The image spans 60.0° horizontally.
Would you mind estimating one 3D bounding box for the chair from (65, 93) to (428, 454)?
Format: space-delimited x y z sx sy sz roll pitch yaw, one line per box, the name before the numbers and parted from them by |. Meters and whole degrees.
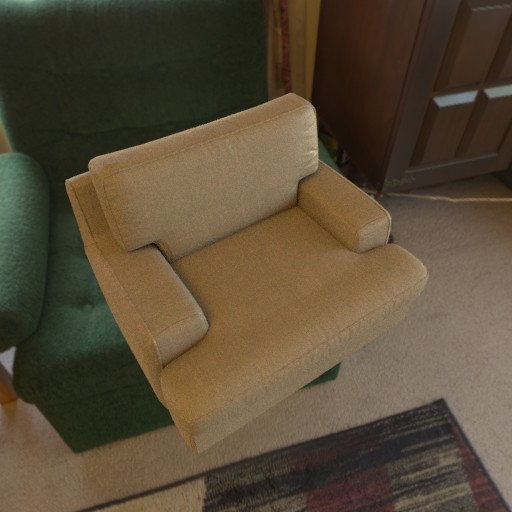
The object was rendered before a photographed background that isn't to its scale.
chair | 0.000 0.000 1.986 1.270 0.974 1.043 -26 52 -23
